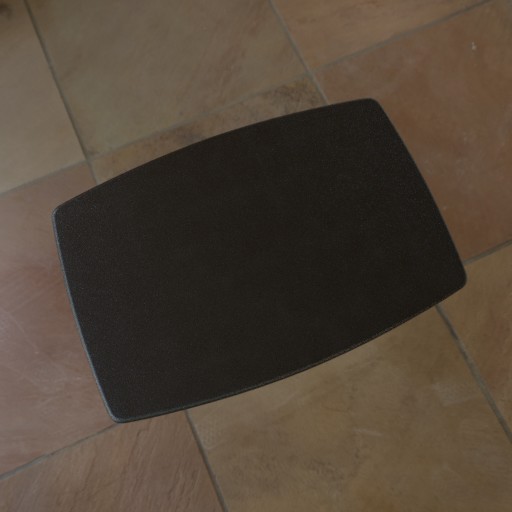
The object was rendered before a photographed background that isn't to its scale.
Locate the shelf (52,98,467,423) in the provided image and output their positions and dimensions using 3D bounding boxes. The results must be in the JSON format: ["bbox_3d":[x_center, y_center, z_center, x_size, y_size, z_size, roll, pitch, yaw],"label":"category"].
[{"bbox_3d":[0.000,0.000,0.521,0.410,0.100,0.280,-21,77,-5],"label":"shelf"}]
